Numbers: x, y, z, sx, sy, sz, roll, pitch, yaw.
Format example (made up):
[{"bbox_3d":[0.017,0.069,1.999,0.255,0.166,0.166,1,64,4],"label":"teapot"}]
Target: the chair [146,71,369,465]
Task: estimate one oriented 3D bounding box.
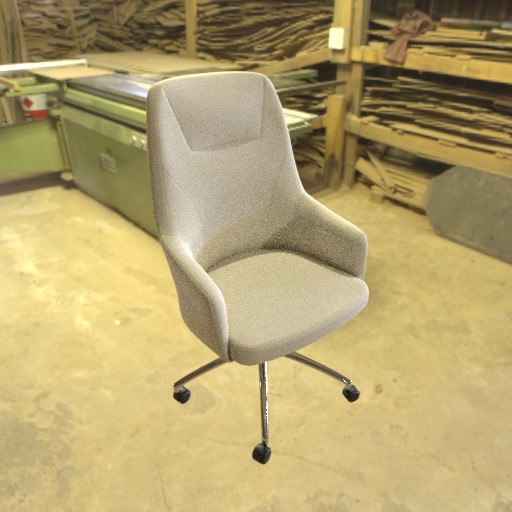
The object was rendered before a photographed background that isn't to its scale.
[{"bbox_3d":[0.000,0.000,1.431,0.620,1.049,0.640,-21,35,-32],"label":"chair"}]
